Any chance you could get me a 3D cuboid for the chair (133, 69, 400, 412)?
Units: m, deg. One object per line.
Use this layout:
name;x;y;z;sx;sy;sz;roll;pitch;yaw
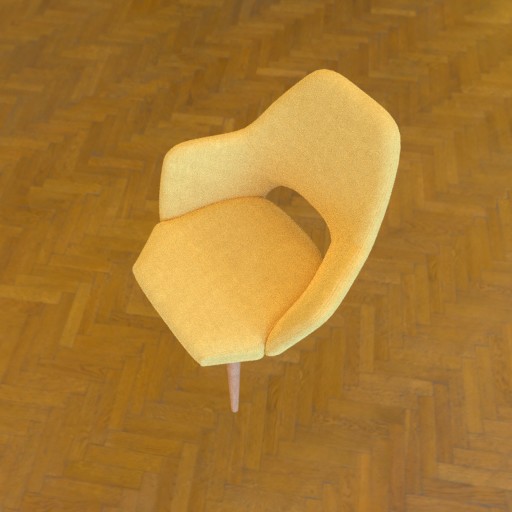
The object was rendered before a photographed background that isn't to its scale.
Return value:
chair;0.000;0.000;1.239;0.610;0.840;0.590;-35;68;-17
